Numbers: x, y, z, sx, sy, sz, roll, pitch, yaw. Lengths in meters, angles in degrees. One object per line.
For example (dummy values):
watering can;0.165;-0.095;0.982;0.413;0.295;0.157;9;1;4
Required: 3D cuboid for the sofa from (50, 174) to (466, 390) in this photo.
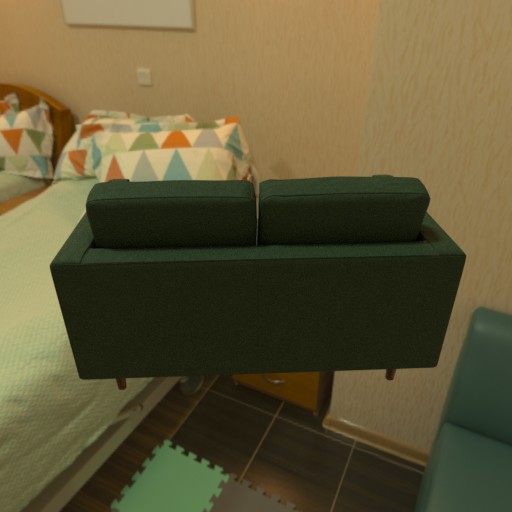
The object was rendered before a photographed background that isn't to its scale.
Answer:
sofa;0.000;0.000;2.002;1.430;0.899;0.879;-1;30;-2
